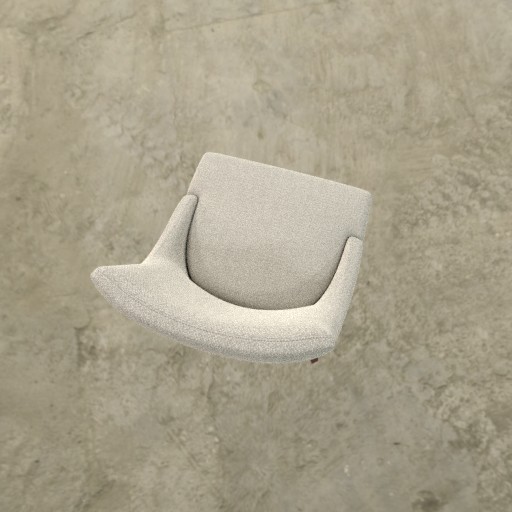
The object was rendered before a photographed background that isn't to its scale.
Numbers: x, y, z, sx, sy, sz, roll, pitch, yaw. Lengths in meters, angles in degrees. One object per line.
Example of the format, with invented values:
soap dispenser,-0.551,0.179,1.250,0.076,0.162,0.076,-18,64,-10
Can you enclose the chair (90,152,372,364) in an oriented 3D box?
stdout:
chair,0.000,0.000,1.485,0.701,0.909,0.861,15,66,7
